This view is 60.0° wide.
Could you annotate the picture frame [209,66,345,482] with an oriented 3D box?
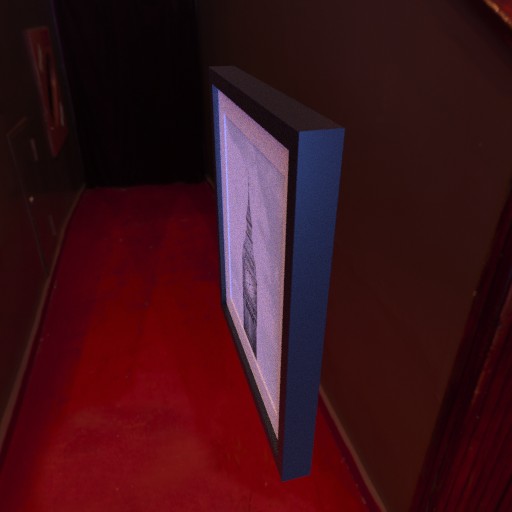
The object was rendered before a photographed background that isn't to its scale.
[{"bbox_3d":[0.000,0.000,0.526,0.034,0.378,0.328,-8,31,-13],"label":"picture frame"}]
